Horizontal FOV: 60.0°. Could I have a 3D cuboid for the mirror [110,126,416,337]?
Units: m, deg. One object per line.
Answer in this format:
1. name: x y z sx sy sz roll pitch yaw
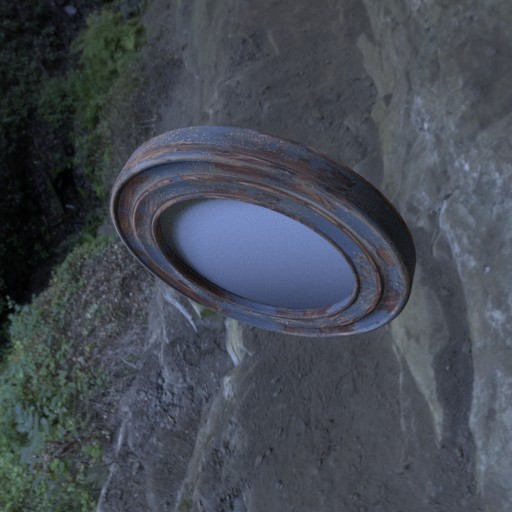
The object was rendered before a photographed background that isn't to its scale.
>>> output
1. mirror: 0.000 0.000 0.865 0.585 0.585 0.061 15 60 9
